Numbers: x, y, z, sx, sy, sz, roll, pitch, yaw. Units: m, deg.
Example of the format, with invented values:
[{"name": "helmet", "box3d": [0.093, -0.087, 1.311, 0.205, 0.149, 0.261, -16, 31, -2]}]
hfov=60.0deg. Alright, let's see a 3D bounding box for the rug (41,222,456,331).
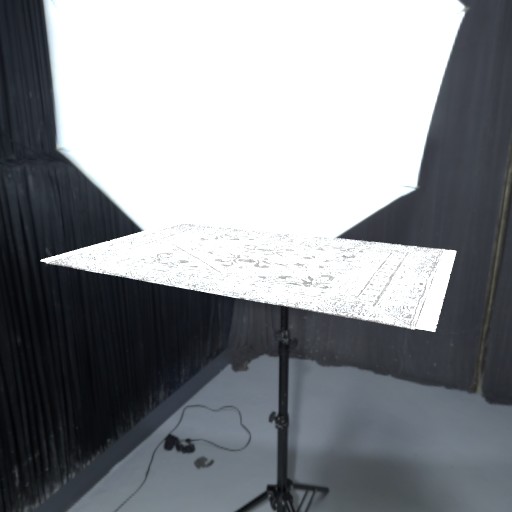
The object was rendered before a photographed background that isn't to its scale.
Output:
[{"name": "rug", "box3d": [0.000, 0.000, 3.039, 2.440, 0.010, 1.529, 7, 17, 26]}]
